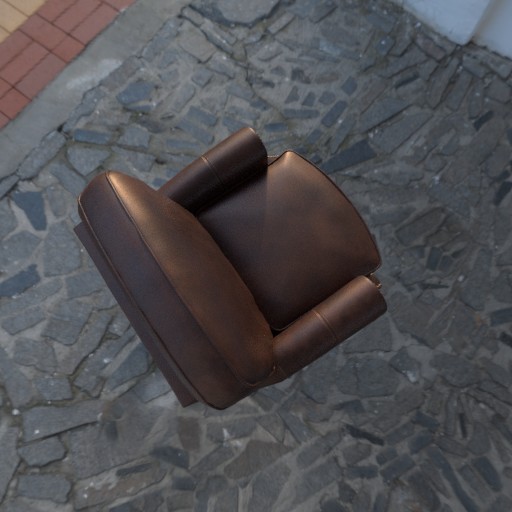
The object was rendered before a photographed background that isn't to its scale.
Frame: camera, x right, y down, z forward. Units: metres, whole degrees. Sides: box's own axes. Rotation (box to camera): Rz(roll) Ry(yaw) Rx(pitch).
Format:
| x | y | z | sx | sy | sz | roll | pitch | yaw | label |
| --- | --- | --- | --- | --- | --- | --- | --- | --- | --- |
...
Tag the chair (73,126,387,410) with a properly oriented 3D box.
| x | y | z | sx | sy | sz | roll | pitch | yaw | label |
| --- | --- | --- | --- | --- | --- | --- | --- | --- | --- |
| 0.000 | 0.000 | 1.768 | 0.986 | 1.018 | 0.936 | -34 | 77 | -9 | chair |
